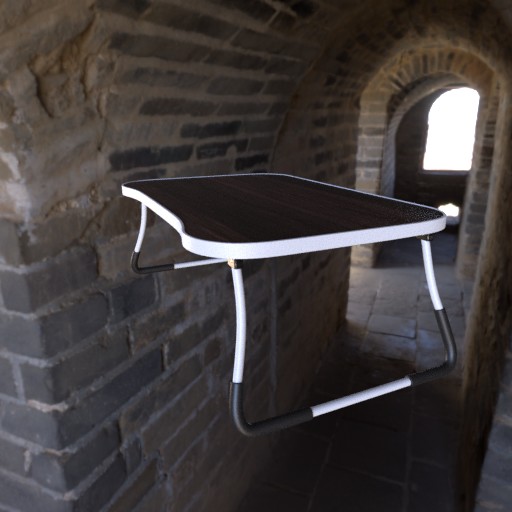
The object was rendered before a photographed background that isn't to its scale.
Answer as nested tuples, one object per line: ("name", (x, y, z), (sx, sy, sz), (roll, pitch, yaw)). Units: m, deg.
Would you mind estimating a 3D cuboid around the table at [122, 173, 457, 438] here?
("table", (0.000, 0.000, 0.840), (0.400, 0.232, 0.660), (-8, 19, -24))
